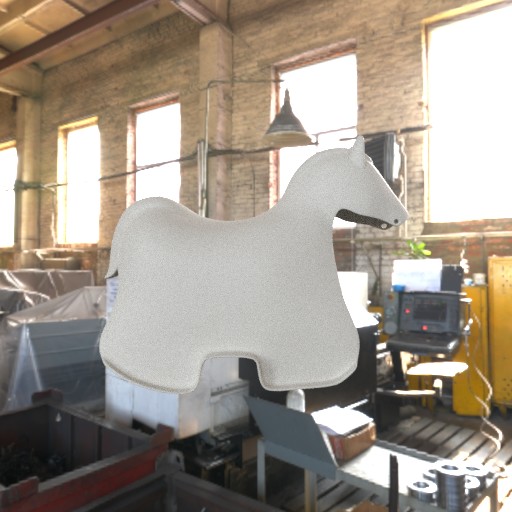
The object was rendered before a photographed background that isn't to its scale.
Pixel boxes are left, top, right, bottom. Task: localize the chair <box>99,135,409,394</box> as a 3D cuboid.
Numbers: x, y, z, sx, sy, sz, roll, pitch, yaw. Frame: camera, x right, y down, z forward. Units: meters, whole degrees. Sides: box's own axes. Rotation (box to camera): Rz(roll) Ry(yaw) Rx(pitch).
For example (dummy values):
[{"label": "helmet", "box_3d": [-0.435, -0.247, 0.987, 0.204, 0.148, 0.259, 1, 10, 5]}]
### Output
[{"label": "chair", "box_3d": [0.000, 0.000, 1.173, 0.800, 0.612, 0.429, 0, -2, 0]}]
